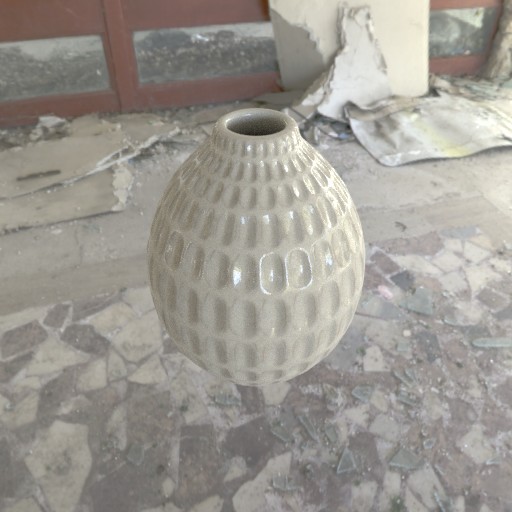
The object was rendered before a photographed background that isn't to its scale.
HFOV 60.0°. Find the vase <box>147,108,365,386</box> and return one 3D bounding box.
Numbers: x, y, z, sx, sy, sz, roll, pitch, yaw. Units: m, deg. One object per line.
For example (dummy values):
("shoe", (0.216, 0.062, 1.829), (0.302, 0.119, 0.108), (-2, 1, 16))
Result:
("vase", (0.000, 0.000, 0.265), (0.128, 0.167, 0.128), (0, 40, 0))
